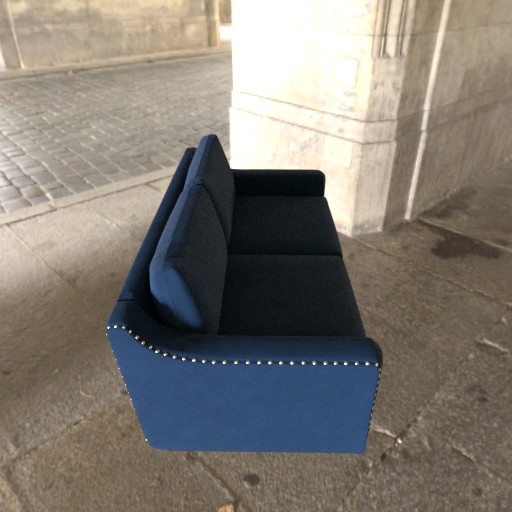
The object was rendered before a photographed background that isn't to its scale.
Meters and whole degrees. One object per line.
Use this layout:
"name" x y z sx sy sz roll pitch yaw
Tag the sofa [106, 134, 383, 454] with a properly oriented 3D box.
"sofa" 0.000 0.000 2.704 1.104 0.983 2.107 0 32 1
